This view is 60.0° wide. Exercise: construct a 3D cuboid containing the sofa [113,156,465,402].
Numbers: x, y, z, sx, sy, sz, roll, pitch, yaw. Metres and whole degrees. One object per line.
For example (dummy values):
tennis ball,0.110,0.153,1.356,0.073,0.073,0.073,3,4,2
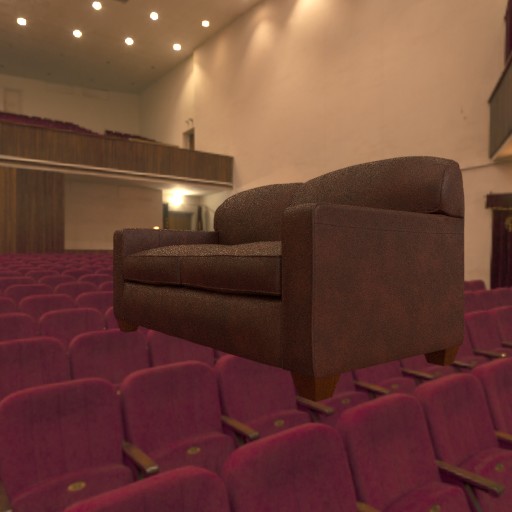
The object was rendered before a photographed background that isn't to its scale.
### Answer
sofa,0.000,0.000,2.416,1.000,0.966,1.856,0,0,-37
